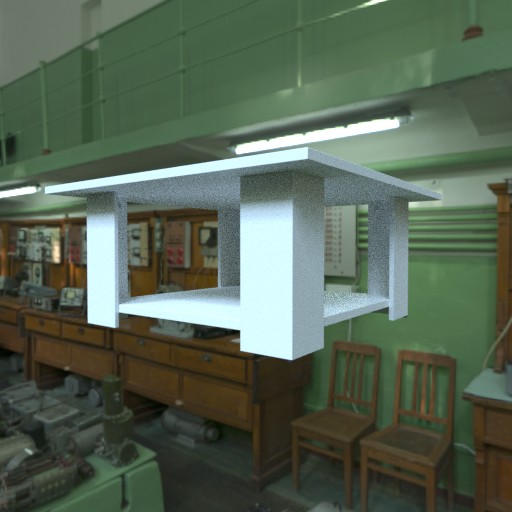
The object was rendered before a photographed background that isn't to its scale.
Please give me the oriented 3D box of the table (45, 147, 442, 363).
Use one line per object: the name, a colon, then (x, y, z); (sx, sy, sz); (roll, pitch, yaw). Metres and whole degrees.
table: (0.000, 0.000, 1.056); (0.670, 0.305, 0.670); (1, 2, 37)
